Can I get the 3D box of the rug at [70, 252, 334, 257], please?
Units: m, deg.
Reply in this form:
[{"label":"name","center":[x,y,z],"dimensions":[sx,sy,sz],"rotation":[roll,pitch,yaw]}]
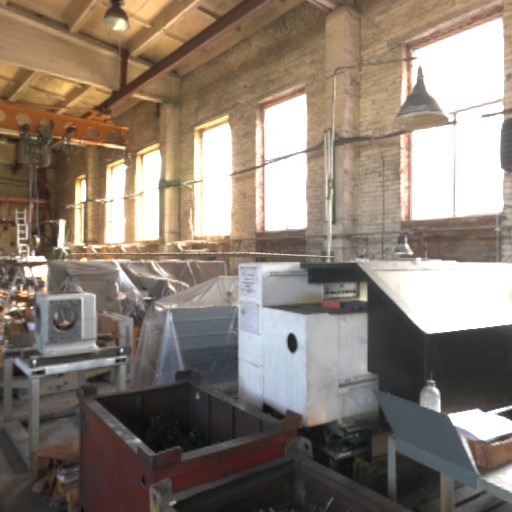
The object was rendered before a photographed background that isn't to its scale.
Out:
[{"label":"rug","center":[0.000,0.000,2.657],"dimensions":[0.660,0.005,2.464],"rotation":[0,0,17]}]
